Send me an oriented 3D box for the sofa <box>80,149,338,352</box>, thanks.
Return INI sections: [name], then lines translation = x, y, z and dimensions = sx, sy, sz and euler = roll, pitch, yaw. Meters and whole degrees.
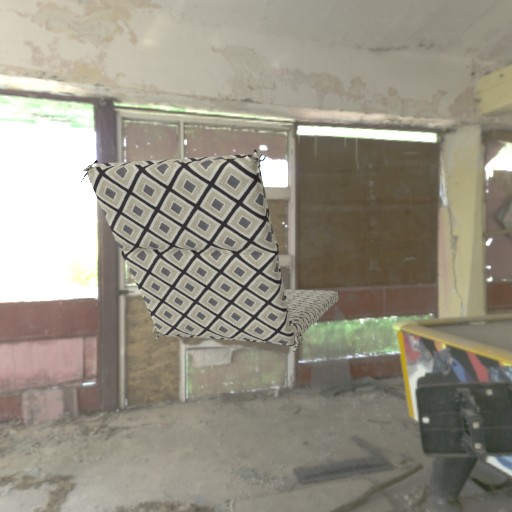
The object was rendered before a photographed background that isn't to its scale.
[sofa]
translation = 0.000, 0.000, 1.978
dimensions = 0.582, 0.622, 1.663
euler = 1, 2, 18
